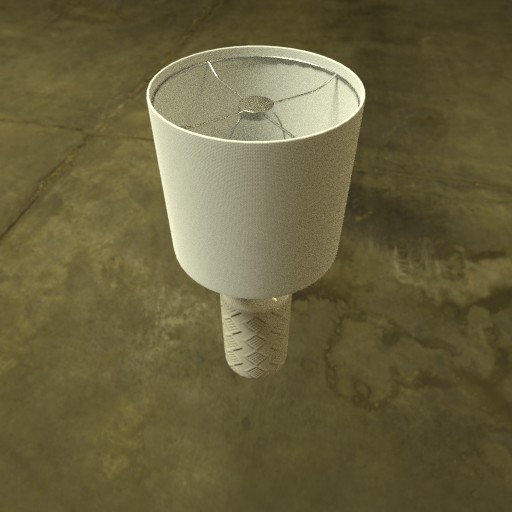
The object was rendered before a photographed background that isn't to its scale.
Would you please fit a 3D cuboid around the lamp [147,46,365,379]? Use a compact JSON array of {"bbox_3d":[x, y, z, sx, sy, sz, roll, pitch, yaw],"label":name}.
[{"bbox_3d":[0.000,0.000,0.587,0.207,0.461,0.207,-23,50,-22],"label":"lamp"}]
